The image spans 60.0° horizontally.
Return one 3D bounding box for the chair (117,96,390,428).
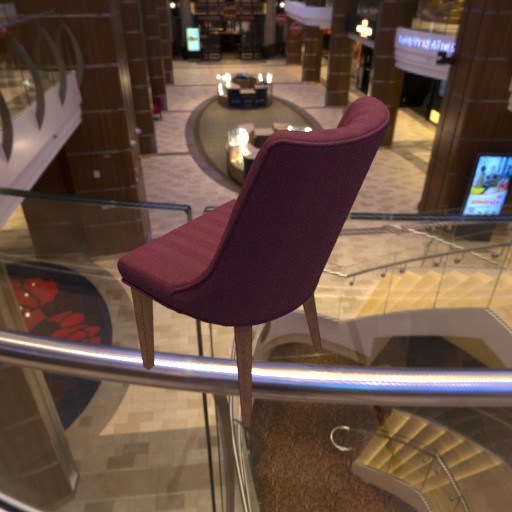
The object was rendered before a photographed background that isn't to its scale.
[{"bbox_3d":[0.000,0.000,1.328,0.638,0.916,0.548,23,39,31],"label":"chair"}]
